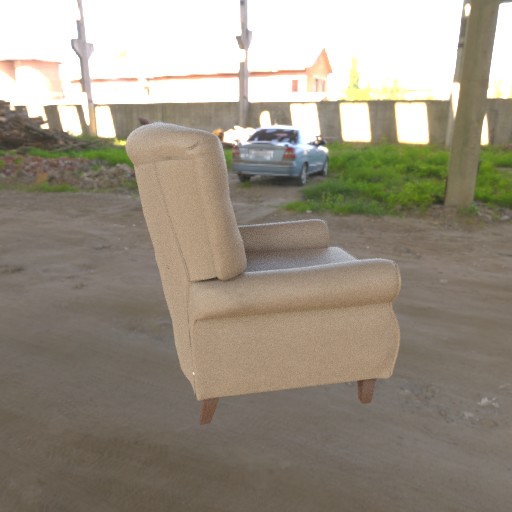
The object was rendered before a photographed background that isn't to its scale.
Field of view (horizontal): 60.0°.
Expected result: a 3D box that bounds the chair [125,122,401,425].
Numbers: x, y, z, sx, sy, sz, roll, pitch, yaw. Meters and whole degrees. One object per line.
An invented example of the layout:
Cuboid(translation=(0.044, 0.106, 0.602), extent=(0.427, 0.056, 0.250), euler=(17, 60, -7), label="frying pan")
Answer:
Cuboid(translation=(0.000, 0.000, 1.977), extent=(1.041, 1.138, 0.999), euler=(-3, 17, -11), label="chair")
